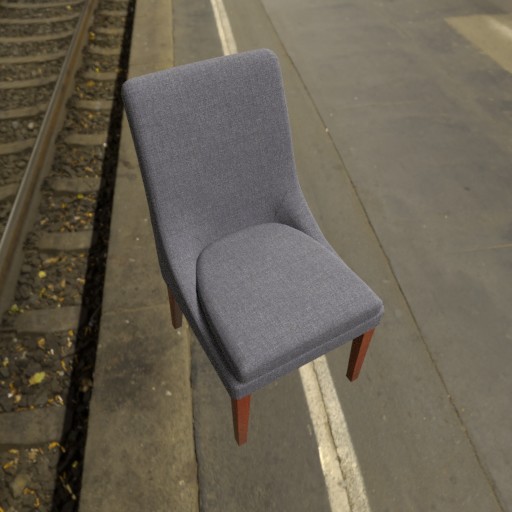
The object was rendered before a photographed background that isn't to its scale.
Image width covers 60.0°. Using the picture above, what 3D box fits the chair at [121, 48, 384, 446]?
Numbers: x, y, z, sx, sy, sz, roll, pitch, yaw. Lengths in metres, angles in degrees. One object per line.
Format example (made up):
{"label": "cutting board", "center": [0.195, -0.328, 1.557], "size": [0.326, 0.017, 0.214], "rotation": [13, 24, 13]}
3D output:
{"label": "chair", "center": [0.000, 0.000, 1.348], "size": [0.508, 0.952, 0.655], "rotation": [-22, 50, -20]}
